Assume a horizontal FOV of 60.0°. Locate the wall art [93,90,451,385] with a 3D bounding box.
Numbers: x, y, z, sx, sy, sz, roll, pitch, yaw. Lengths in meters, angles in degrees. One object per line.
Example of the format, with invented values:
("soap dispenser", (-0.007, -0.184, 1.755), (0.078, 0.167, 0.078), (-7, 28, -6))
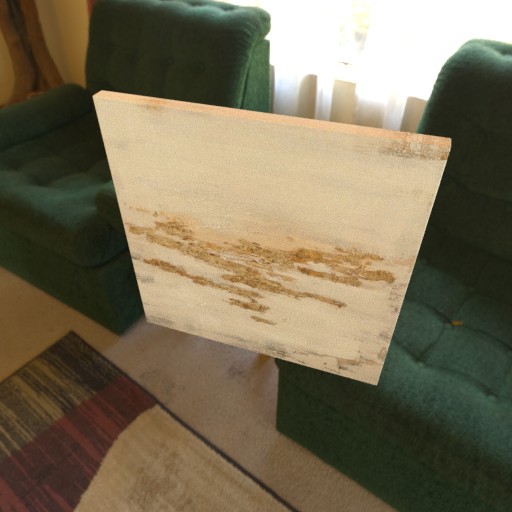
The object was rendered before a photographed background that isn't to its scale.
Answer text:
("wall art", (0.000, 0.000, 1.147), (0.753, 0.755, 0.038), (12, 42, 14))
